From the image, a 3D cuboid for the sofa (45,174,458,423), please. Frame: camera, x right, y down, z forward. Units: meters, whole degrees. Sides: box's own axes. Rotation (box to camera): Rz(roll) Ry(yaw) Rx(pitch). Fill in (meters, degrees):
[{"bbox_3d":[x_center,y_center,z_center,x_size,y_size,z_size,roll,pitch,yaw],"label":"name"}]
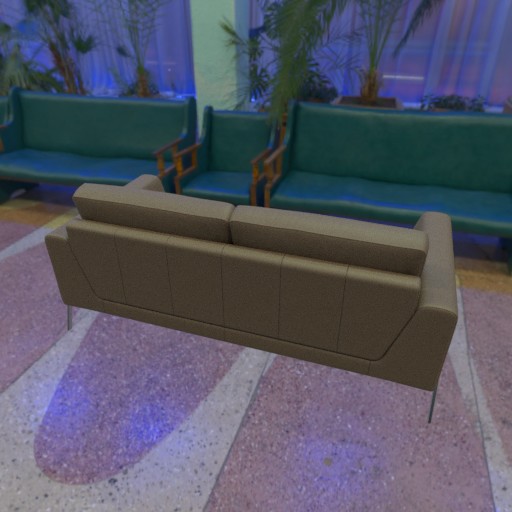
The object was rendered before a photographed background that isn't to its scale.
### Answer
[{"bbox_3d":[0.000,0.000,2.467,2.017,0.875,0.953,10,32,16],"label":"sofa"}]
